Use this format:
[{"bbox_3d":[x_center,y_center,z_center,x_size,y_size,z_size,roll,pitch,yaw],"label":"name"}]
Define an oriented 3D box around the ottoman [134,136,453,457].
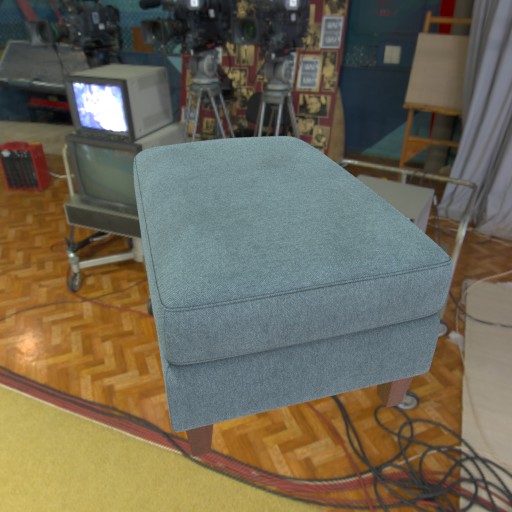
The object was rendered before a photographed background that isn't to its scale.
[{"bbox_3d":[0.000,0.000,1.209,0.584,0.483,0.864,-9,32,-14],"label":"ottoman"}]
